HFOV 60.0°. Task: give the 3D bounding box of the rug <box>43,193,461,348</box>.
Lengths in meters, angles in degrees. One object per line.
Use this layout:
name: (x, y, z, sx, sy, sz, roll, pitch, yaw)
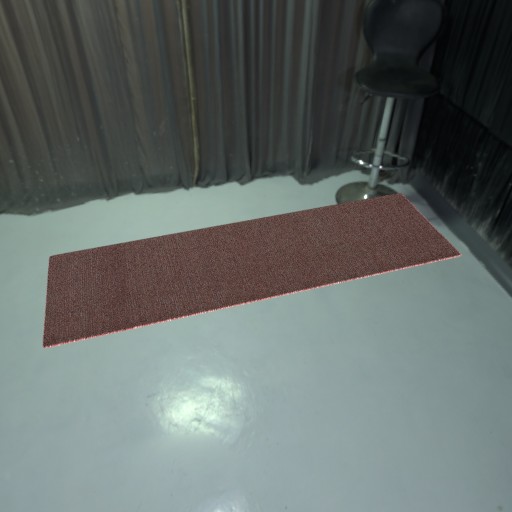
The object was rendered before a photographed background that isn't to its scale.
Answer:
rug: (0.000, 0.000, 2.581, 2.307, 0.012, 0.687, -11, 43, -12)
